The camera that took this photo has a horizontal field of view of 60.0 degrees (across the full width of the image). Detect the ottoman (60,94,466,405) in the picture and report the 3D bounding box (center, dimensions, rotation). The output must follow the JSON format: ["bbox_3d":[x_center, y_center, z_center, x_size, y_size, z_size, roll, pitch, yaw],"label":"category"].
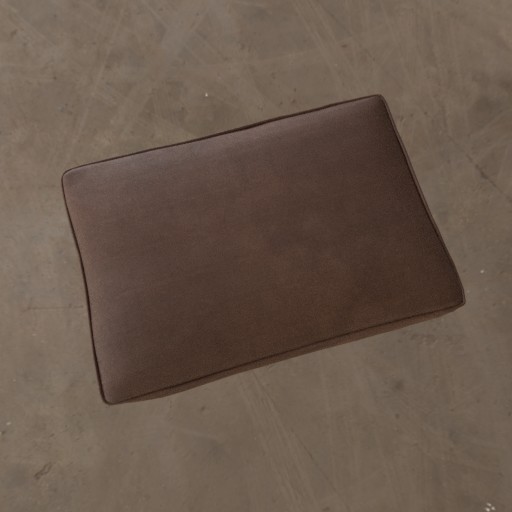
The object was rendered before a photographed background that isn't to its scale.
[{"bbox_3d":[0.000,0.000,1.228,0.860,0.481,0.596,-15,75,-4],"label":"ottoman"}]
